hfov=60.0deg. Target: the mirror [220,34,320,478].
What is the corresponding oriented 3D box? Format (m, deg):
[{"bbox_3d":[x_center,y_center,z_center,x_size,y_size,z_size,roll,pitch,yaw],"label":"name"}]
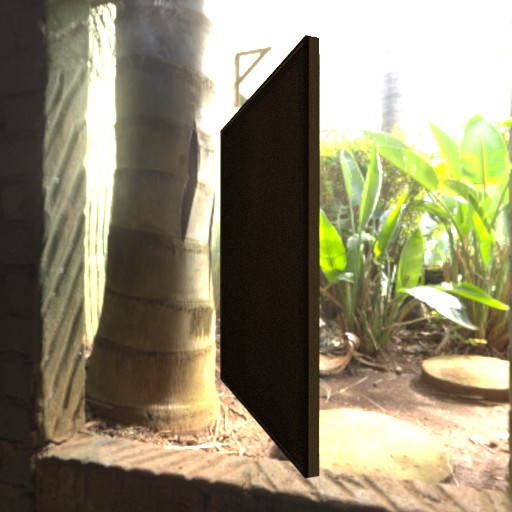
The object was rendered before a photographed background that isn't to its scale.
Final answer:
[{"bbox_3d":[0.000,0.000,1.232,0.032,0.882,0.730,0,1,-18],"label":"mirror"}]
